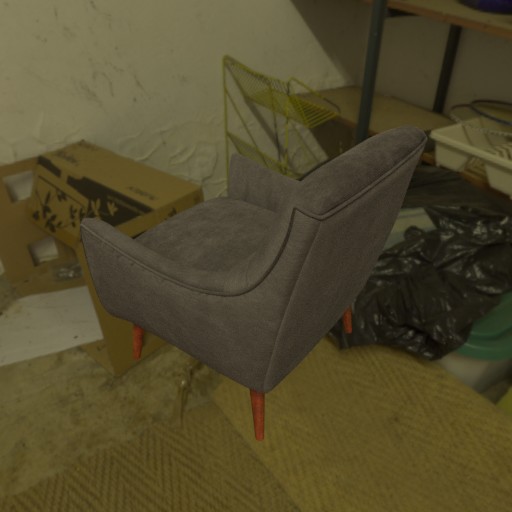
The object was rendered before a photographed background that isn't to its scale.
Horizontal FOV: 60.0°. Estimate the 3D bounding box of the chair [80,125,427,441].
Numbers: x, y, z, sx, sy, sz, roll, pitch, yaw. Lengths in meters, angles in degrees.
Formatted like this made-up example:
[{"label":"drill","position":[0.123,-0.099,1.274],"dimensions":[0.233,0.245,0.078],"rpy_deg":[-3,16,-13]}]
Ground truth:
[{"label":"chair","position":[0.000,0.000,1.437],"dimensions":[0.787,0.838,0.762],"rpy_deg":[22,39,30]}]
